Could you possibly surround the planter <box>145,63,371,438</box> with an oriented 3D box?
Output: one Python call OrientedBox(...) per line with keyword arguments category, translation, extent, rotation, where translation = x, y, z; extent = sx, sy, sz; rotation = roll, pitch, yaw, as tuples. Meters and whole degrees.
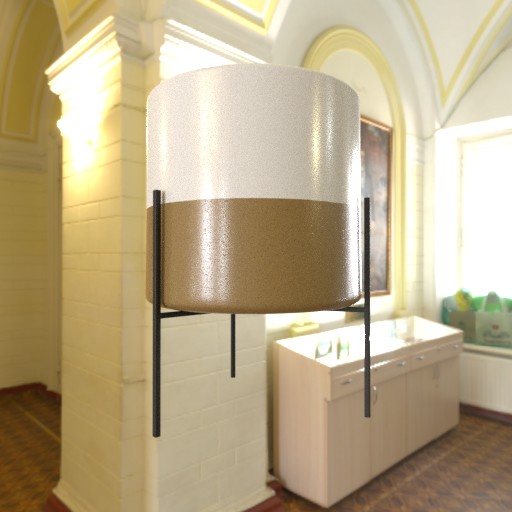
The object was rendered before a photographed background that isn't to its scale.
OrientedBox(category="planter", translation=(0.000, 0.000, 0.643), extent=(0.310, 0.432, 0.310), rotation=(0, 0, 1))
